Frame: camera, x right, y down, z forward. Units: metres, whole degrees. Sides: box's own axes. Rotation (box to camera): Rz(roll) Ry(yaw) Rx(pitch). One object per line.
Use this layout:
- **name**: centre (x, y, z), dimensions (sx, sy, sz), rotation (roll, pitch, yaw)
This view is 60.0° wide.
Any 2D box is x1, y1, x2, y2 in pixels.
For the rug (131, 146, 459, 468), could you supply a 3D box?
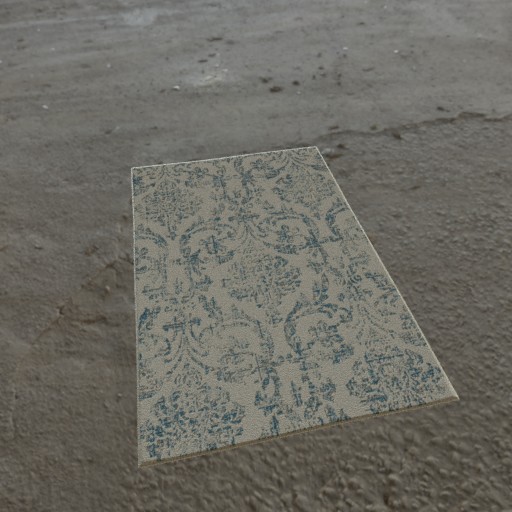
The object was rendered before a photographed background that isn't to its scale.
- **rug**: centre (0.000, 0.000, 2.237), dimensions (1.213, 0.012, 1.831), rotation (-9, 46, -8)
